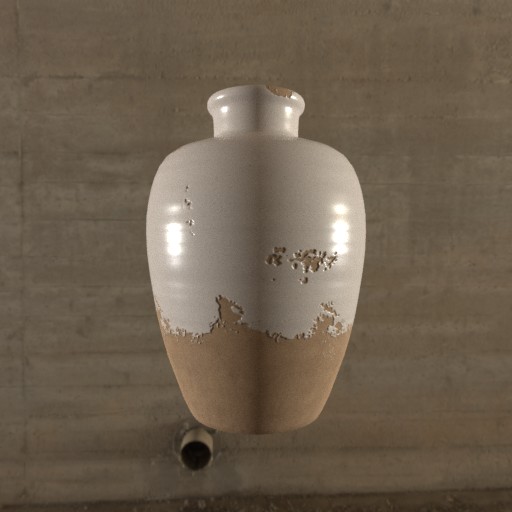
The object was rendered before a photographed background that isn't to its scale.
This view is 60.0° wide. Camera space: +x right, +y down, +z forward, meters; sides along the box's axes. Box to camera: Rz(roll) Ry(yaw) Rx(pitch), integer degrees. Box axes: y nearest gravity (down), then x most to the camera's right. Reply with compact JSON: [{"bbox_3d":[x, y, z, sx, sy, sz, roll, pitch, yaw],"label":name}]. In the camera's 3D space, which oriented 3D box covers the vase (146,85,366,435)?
[{"bbox_3d":[0.000,0.000,0.329,0.158,0.228,0.158,0,2,0],"label":"vase"}]
